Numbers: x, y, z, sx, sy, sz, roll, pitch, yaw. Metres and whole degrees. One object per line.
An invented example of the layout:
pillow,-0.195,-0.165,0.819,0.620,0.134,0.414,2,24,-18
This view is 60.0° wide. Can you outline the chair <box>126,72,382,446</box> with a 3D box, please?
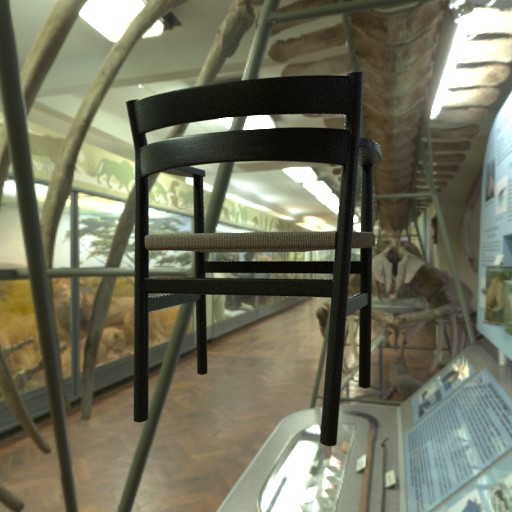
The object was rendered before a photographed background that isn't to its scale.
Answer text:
chair,0.000,0.000,1.160,0.630,0.775,0.508,0,-1,18
